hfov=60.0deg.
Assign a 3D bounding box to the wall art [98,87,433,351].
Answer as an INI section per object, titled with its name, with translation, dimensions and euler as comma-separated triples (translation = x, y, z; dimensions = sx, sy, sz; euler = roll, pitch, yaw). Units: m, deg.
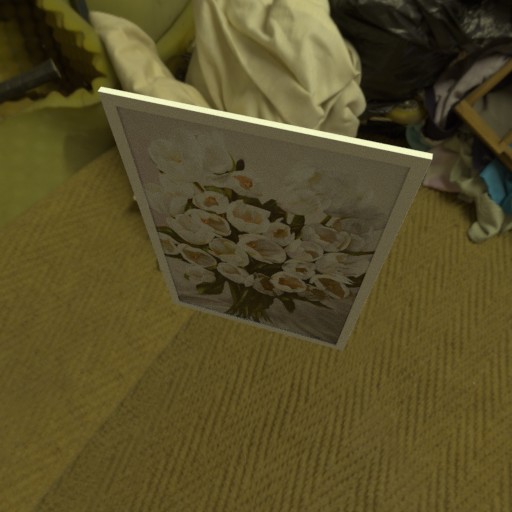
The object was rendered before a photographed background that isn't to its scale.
[wall art]
translation = 0.000, 0.000, 1.253
dimensions = 0.660, 0.965, 0.015
euler = 14, 59, 9
